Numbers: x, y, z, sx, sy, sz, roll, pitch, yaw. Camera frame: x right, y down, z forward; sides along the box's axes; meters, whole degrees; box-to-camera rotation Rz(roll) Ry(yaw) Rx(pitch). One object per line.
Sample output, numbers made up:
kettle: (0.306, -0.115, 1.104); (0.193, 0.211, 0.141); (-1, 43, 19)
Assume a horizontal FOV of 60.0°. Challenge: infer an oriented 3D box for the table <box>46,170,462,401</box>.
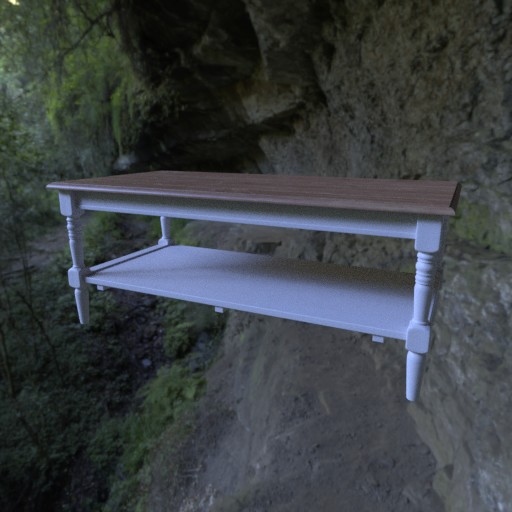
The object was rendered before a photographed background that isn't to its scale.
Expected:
table: (0.000, 0.000, 1.387); (1.118, 0.458, 0.559); (7, 16, 24)
